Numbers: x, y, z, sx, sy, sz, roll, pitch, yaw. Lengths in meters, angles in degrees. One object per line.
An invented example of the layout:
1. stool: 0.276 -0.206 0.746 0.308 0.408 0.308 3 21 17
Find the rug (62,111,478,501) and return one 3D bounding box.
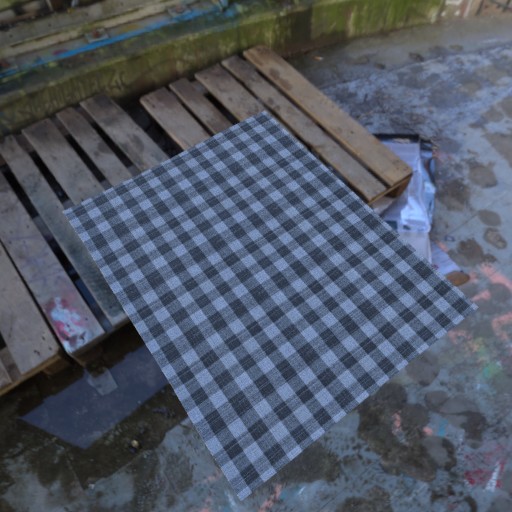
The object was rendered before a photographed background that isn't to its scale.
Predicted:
1. rug: 0.000 0.000 3.991 2.432 0.013 3.021 -32 63 -18
